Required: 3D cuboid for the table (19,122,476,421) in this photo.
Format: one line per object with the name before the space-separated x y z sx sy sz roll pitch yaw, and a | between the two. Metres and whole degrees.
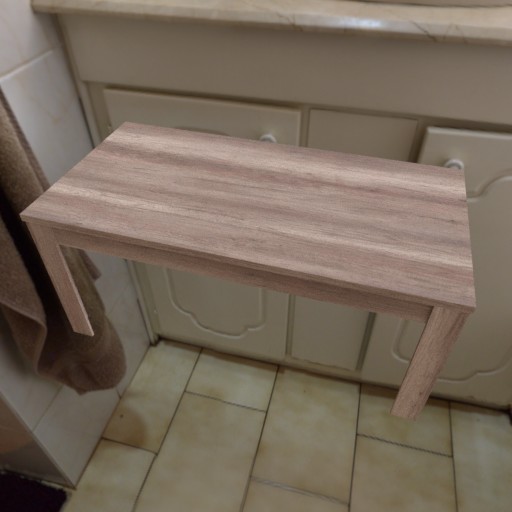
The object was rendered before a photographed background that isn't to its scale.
table | 0.000 0.000 2.250 1.800 0.790 0.900 11 44 12
